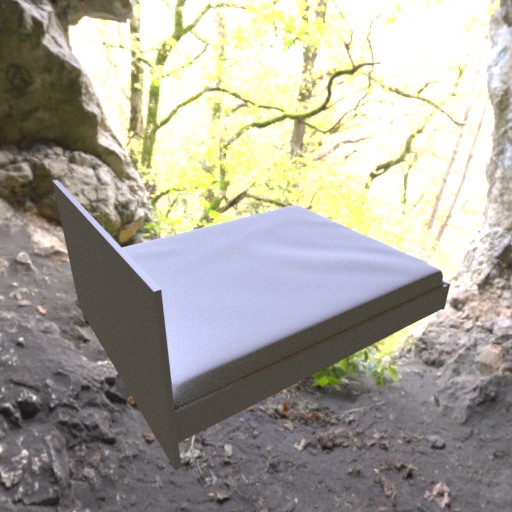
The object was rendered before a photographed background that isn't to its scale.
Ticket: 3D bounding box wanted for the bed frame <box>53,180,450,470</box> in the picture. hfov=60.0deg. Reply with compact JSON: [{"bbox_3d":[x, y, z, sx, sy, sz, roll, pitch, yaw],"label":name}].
[{"bbox_3d":[0.000,0.000,3.060,2.100,1.001,1.711,-17,31,-30],"label":"bed frame"}]
